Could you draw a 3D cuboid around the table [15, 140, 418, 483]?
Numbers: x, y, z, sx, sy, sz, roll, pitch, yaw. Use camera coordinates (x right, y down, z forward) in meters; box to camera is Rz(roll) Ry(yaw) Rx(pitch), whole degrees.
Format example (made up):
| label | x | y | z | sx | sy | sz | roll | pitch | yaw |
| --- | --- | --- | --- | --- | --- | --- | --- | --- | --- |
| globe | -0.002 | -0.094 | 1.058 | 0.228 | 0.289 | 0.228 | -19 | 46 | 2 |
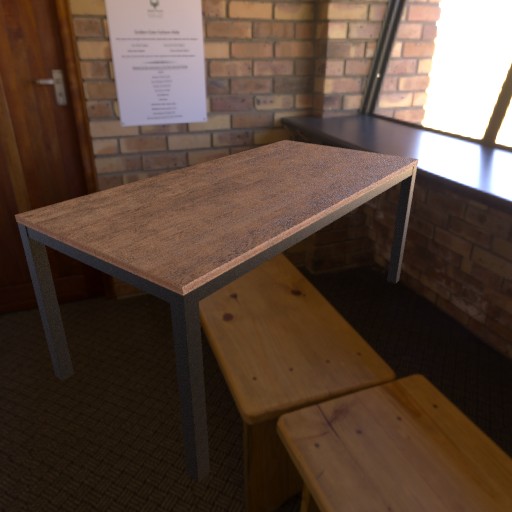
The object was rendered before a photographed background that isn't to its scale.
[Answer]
| label | x | y | z | sx | sy | sz | roll | pitch | yaw |
| --- | --- | --- | --- | --- | --- | --- | --- | --- | --- |
| table | 0.000 | 0.000 | 2.227 | 0.893 | 0.767 | 1.805 | 18 | 31 | 33 |
